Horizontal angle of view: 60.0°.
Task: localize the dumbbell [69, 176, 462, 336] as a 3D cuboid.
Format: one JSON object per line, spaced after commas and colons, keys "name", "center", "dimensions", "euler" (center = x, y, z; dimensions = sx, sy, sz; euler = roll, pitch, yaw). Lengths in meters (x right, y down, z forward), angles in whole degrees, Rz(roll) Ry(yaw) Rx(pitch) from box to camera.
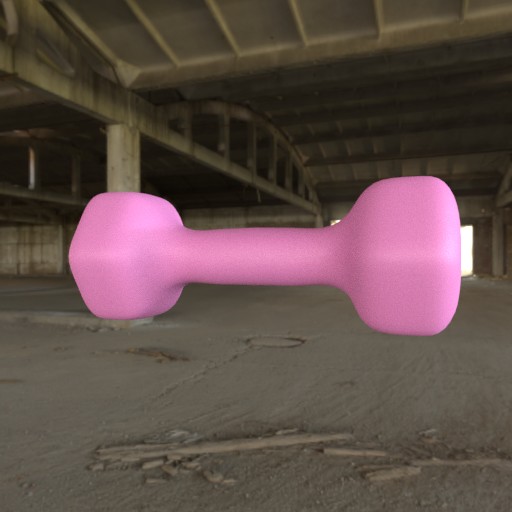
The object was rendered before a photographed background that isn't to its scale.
{"name": "dumbbell", "center": [0.000, 0.000, 0.189], "dimensions": [0.159, 0.058, 0.064], "euler": [0, 0, 19]}
